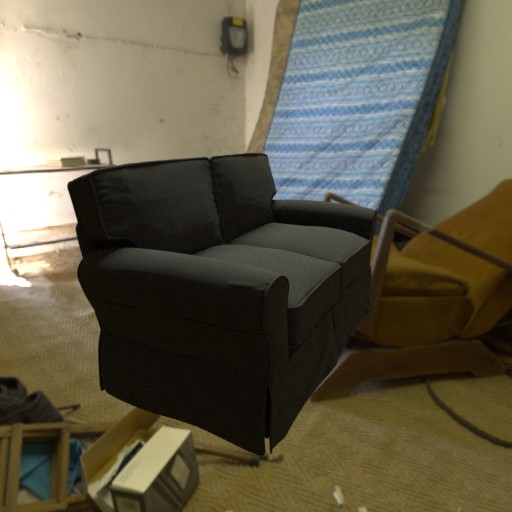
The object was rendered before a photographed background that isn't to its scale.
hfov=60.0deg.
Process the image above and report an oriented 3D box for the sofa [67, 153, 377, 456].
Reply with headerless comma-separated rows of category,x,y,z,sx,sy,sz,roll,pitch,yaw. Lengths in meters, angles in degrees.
sofa,0.000,0.000,2.439,0.997,1.059,1.801,8,17,26
